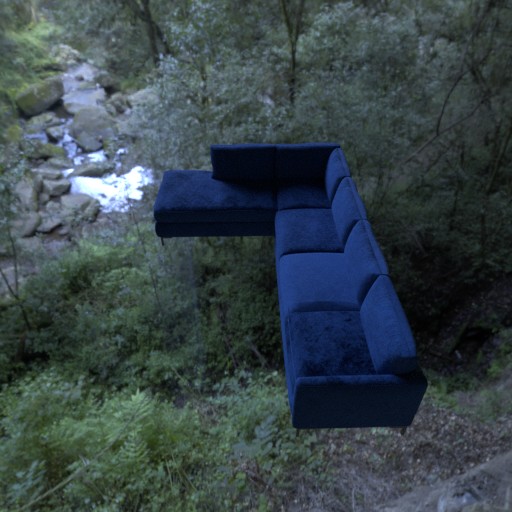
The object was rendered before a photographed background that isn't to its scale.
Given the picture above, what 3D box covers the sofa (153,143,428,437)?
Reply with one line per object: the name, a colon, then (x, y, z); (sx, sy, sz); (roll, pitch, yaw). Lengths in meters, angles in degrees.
sofa: (0.000, 0.000, 3.850); (2.007, 0.815, 2.949); (-1, 41, -1)
